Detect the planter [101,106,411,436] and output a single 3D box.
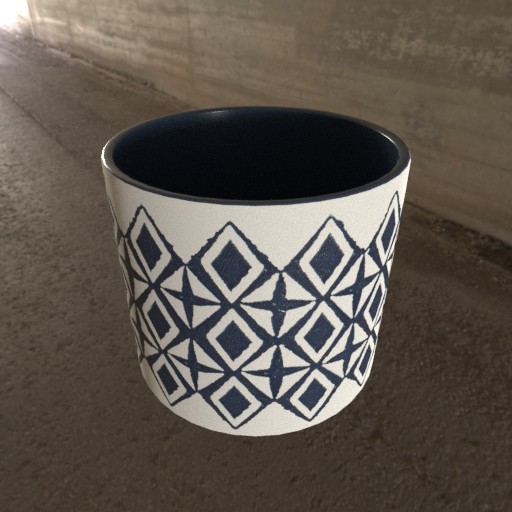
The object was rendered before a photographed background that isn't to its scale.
[{"bbox_3d":[0.000,0.000,0.273,0.159,0.144,0.159,0,32,0],"label":"planter"}]
